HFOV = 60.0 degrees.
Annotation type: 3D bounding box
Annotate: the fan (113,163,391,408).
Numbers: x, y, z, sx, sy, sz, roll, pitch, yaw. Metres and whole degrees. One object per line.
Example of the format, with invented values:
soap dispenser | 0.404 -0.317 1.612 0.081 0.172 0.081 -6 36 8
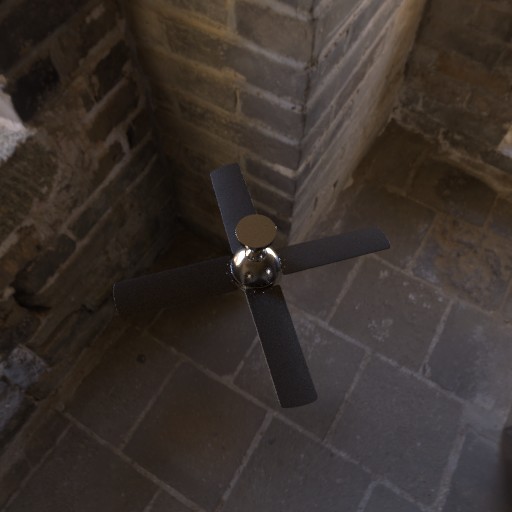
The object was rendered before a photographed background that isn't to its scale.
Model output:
fan | 0.000 0.000 2.020 1.332 0.403 1.332 -13 59 -8
